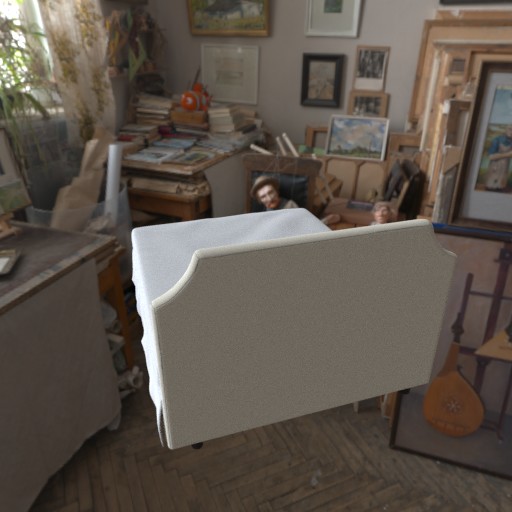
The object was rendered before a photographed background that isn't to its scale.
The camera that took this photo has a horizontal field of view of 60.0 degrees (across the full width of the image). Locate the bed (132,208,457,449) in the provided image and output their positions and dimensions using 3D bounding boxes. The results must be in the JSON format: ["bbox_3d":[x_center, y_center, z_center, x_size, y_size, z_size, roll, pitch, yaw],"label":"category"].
[{"bbox_3d":[0.000,0.000,4.306,2.350,1.590,2.773,-8,28,-16],"label":"bed"}]
